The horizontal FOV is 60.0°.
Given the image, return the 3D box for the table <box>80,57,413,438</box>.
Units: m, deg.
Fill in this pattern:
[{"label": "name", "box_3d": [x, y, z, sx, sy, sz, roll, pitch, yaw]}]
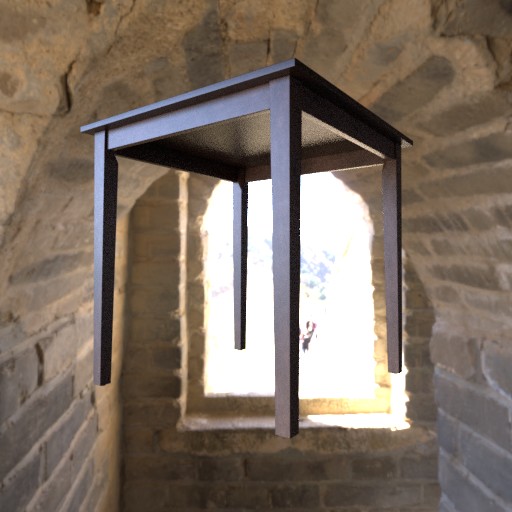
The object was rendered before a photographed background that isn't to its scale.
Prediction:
[{"label": "table", "box_3d": [0.000, 0.000, 1.394, 0.749, 0.770, 0.749, -1, -1, 37]}]
